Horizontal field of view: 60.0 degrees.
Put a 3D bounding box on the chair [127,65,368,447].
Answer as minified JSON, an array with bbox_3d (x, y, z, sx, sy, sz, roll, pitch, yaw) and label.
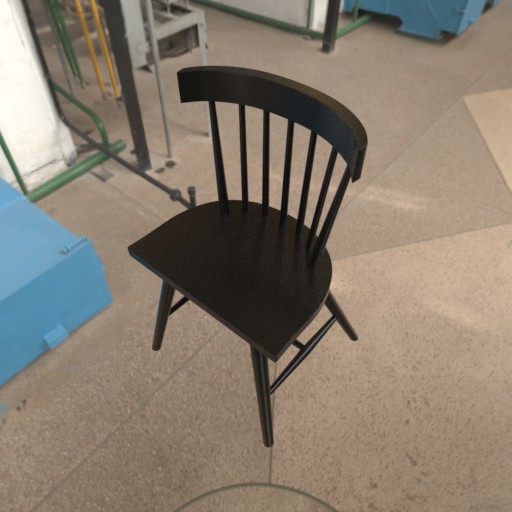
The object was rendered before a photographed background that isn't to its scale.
[{"bbox_3d":[0.000,0.000,1.164,0.506,0.844,0.483,32,55,26],"label":"chair"}]
